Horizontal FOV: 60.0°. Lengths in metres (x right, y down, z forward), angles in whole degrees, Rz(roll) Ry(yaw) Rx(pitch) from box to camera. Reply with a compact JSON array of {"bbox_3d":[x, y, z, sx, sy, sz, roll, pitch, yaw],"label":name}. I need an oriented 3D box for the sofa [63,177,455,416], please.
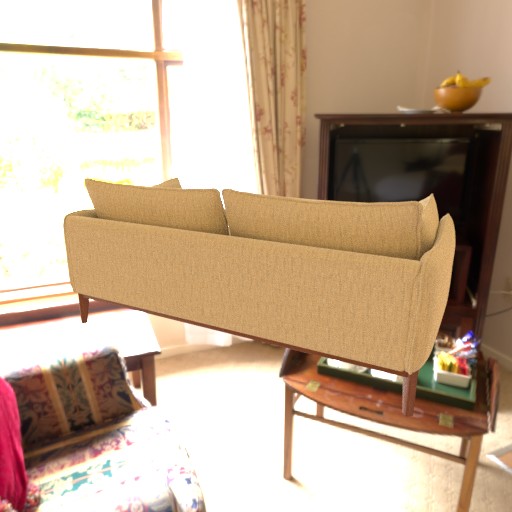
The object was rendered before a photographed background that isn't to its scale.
[{"bbox_3d":[0.000,0.000,2.477,1.989,0.860,0.991,9,19,27],"label":"sofa"}]
